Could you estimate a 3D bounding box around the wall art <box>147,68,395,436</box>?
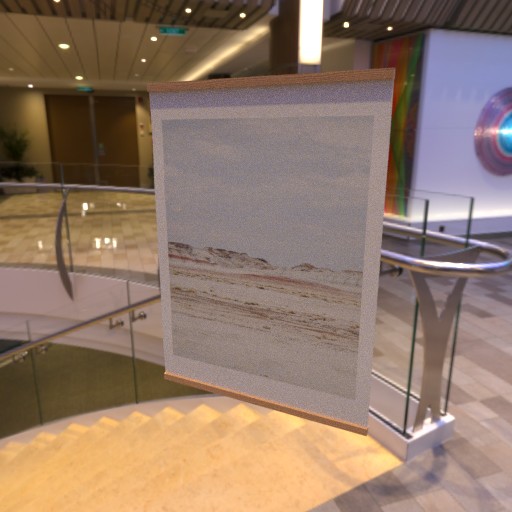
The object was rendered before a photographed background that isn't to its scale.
[{"bbox_3d":[0.000,0.000,1.348,0.739,1.016,0.020,7,17,25],"label":"wall art"}]
